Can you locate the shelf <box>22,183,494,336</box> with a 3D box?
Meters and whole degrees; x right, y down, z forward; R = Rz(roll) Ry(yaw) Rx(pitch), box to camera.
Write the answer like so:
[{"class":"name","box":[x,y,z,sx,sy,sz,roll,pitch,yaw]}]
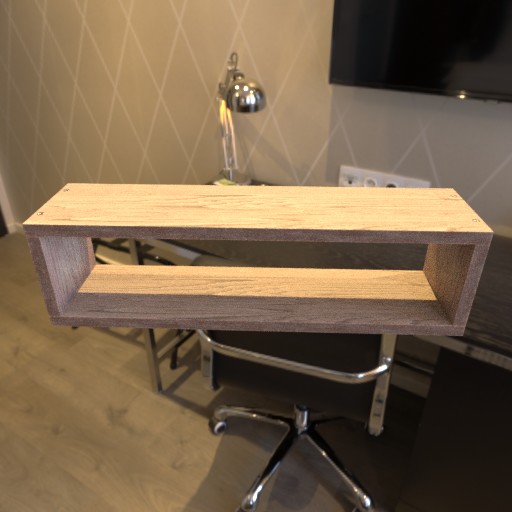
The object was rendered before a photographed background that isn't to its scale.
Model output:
[{"class":"shelf","box":[0.000,0.000,0.680,0.610,0.170,0.150,1,30,2]}]
